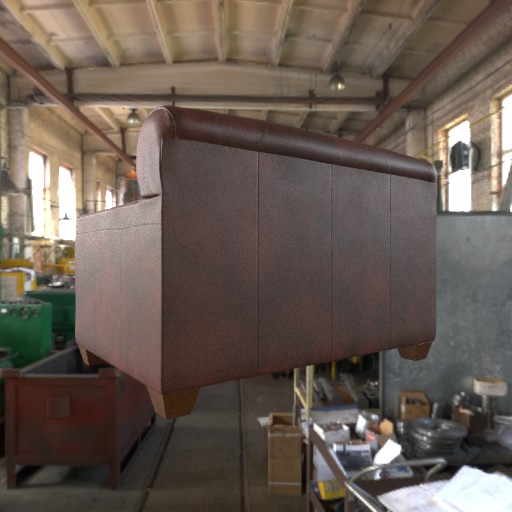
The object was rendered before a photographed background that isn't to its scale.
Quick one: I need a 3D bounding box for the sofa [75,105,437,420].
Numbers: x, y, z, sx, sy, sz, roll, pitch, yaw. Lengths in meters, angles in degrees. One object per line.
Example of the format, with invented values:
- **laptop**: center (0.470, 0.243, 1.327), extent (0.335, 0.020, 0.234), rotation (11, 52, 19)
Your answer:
- **sofa**: center (0.000, 0.000, 2.033), extent (1.413, 0.956, 1.000), rotation (0, 0, -36)
